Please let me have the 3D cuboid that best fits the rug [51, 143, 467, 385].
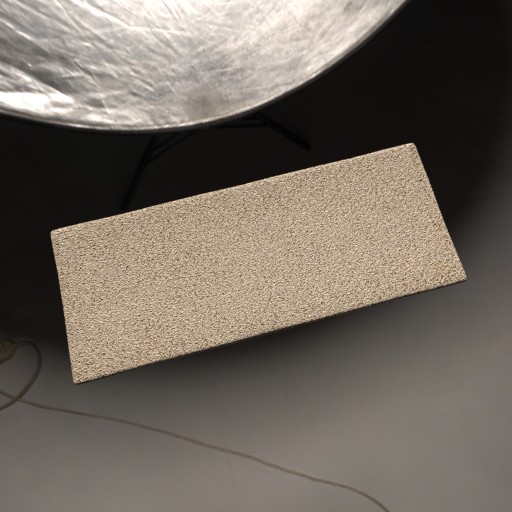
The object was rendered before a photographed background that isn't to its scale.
[{"bbox_3d":[0.000,0.000,1.735,1.524,0.030,0.609,-14,76,-4],"label":"rug"}]
